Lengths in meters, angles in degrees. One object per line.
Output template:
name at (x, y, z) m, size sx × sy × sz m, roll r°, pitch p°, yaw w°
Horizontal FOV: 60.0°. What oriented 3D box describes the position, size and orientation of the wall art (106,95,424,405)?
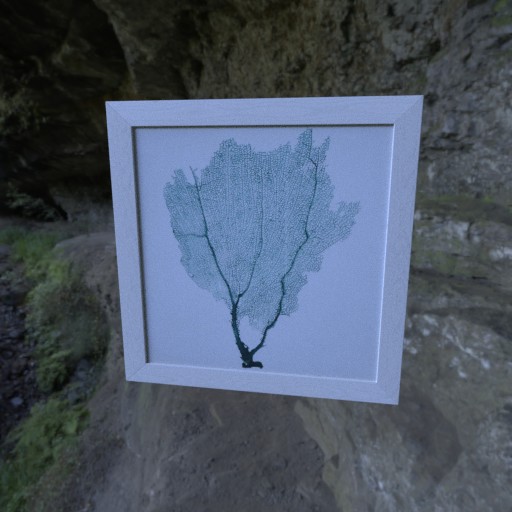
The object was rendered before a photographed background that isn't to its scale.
wall art at (0.000, 0.000, 0.860) m, size 0.572 × 0.577 × 0.015 m, roll 2°, pitch 13°, yaw 9°
